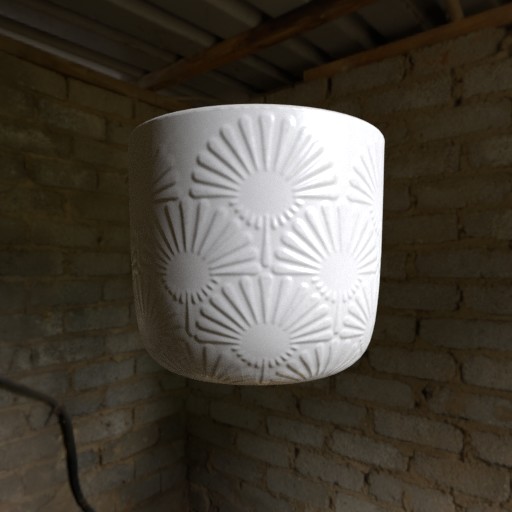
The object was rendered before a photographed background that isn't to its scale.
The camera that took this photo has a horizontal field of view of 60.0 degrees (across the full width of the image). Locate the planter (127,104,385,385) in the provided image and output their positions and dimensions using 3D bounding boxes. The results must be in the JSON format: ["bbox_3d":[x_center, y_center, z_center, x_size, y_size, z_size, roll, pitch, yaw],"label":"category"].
[{"bbox_3d":[0.000,0.000,0.221,0.124,0.109,0.124,0,-1,0],"label":"planter"}]
